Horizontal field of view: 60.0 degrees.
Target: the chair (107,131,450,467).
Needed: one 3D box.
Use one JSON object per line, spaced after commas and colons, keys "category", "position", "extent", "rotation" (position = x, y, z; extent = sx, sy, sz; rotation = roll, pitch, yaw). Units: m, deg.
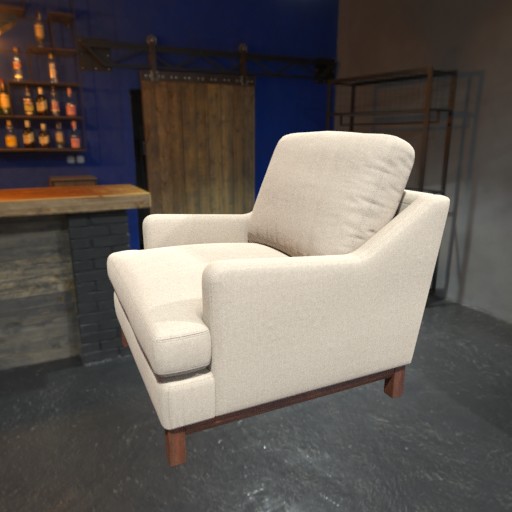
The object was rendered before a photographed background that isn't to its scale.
{"category": "chair", "position": [0.000, 0.000, 1.684], "extent": [1.001, 0.916, 0.912], "rotation": [-7, 17, -24]}
